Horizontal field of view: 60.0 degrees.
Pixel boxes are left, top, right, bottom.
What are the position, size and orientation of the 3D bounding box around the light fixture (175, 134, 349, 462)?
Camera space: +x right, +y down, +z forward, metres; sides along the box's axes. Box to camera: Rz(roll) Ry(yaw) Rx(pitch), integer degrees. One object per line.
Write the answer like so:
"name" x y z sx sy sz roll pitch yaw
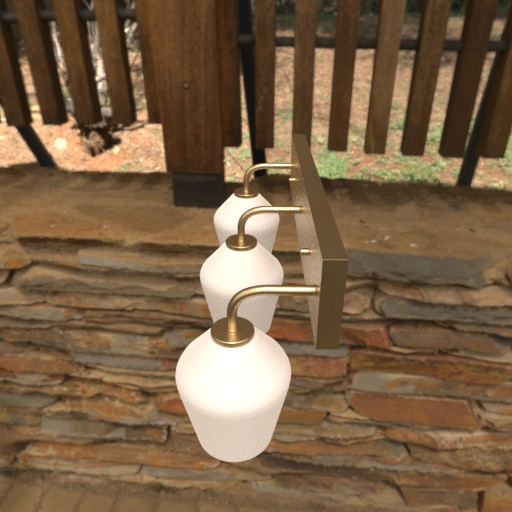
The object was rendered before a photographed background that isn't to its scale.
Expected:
"light fixture" 0.000 0.000 0.736 0.190 0.280 0.609 0 28 1
